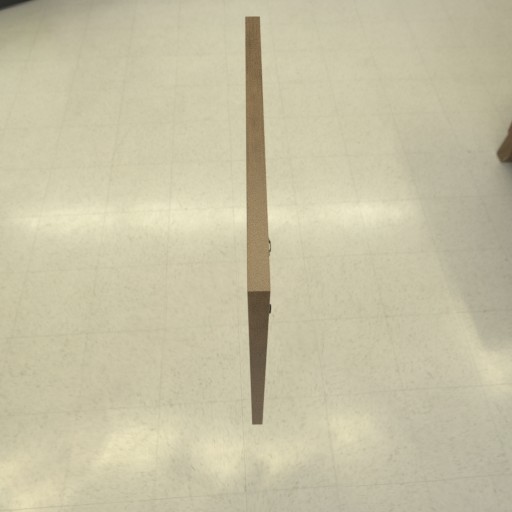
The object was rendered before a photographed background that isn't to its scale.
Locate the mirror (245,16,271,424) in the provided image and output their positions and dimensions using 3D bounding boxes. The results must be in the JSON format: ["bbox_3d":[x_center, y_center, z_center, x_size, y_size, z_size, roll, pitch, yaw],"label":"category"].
[{"bbox_3d":[0.000,0.000,1.325,0.041,1.016,0.762,-1,58,-1],"label":"mirror"}]
